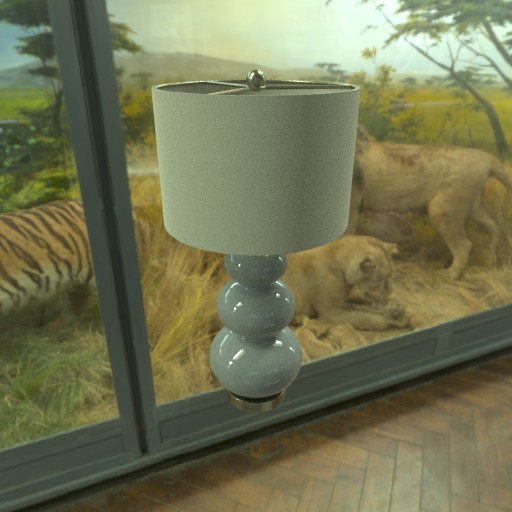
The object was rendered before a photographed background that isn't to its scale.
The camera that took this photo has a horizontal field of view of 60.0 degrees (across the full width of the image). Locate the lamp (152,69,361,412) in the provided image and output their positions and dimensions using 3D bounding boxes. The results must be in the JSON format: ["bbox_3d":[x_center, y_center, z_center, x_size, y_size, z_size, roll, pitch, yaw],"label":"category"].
[{"bbox_3d":[0.000,0.000,0.938,0.367,0.730,0.367,17,30,32],"label":"lamp"}]
